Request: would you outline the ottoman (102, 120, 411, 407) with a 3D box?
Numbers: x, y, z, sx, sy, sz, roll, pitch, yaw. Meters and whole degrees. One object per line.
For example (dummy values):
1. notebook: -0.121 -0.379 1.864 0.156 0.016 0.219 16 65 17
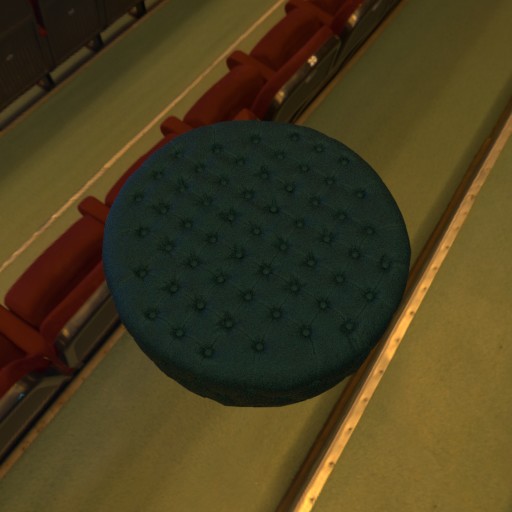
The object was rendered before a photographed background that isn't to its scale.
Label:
1. ottoman: 0.000 0.000 1.555 0.998 0.398 0.998 0 63 0
